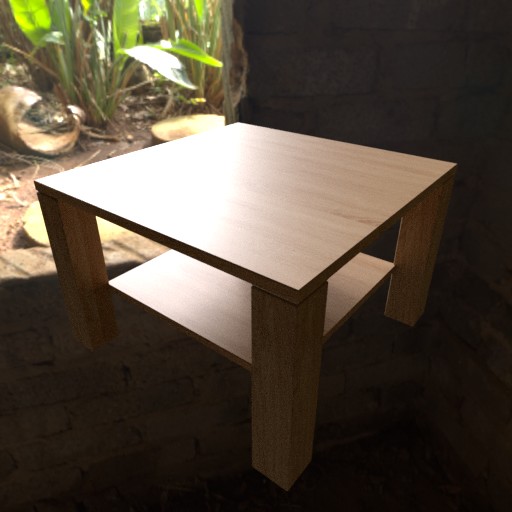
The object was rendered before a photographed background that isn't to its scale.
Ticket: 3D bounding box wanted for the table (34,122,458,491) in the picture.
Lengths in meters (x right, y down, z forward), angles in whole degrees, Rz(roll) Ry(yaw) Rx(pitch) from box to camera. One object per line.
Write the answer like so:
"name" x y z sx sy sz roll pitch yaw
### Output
"table" 0.000 0.000 1.138 0.700 0.450 0.700 21 36 33
